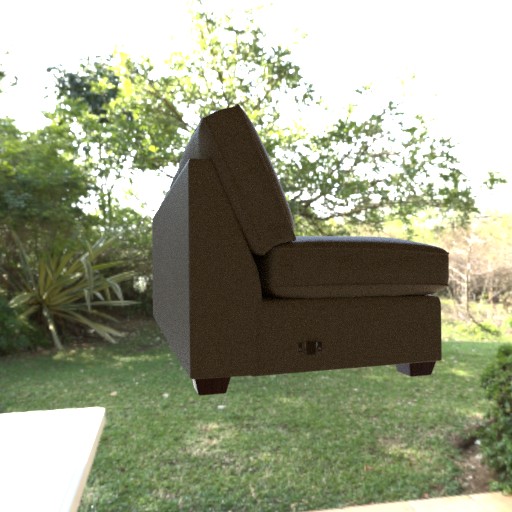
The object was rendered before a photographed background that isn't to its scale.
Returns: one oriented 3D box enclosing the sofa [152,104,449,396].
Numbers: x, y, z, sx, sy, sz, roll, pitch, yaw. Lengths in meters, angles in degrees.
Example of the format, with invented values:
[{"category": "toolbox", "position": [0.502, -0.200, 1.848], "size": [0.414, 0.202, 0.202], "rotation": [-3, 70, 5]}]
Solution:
[{"category": "sofa", "position": [0.000, 0.000, 2.478], "size": [1.027, 0.973, 1.962], "rotation": [0, -1, -17]}]
